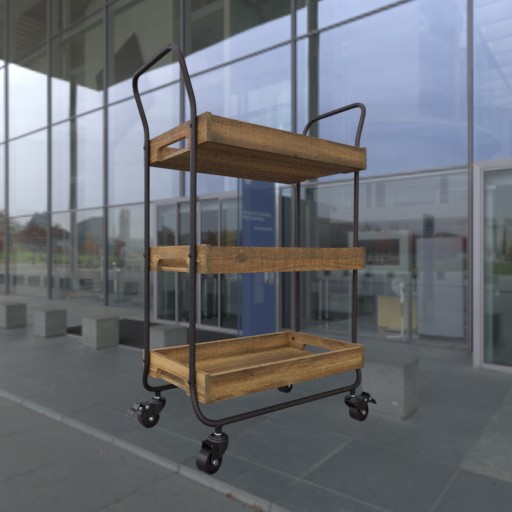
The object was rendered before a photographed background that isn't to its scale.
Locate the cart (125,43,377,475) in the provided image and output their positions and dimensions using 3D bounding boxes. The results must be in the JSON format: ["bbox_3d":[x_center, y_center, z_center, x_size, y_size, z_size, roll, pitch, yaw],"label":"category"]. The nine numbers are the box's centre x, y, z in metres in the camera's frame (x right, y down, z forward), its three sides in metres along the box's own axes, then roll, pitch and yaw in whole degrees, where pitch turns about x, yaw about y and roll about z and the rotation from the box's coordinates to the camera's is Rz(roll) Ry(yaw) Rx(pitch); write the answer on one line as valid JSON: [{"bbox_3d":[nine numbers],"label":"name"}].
[{"bbox_3d":[0.000,0.000,1.138,0.583,0.857,0.339,0,0,-37],"label":"cart"}]
